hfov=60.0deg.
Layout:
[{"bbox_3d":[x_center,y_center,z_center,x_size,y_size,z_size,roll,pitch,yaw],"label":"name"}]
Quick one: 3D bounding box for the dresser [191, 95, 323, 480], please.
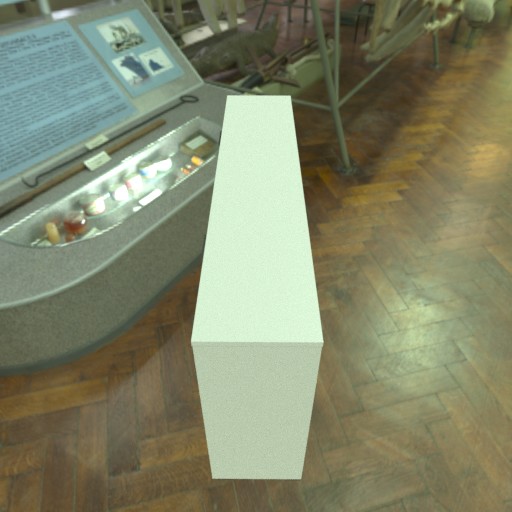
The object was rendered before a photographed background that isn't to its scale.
[{"bbox_3d":[0.000,0.000,1.896,0.333,0.790,1.535,0,41,0],"label":"dresser"}]
